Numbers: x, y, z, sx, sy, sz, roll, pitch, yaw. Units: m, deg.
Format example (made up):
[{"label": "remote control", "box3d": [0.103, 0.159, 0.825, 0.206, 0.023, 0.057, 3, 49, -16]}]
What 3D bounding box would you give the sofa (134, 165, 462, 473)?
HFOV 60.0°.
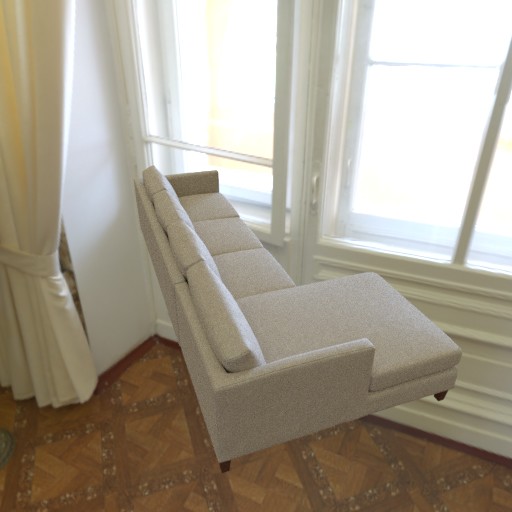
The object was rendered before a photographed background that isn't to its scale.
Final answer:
[{"label": "sofa", "box3d": [0.000, 0.000, 3.804, 1.625, 0.846, 3.186, -10, 31, -17]}]
